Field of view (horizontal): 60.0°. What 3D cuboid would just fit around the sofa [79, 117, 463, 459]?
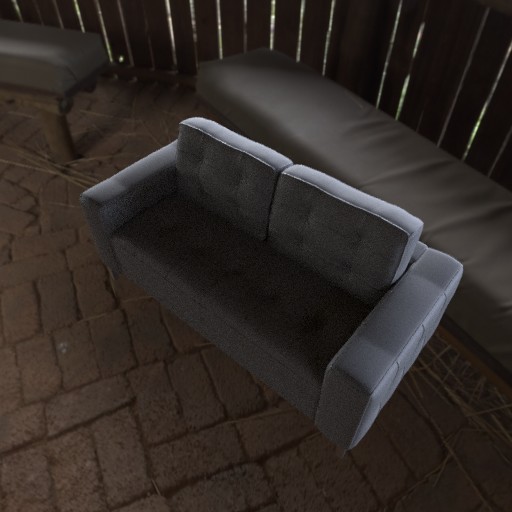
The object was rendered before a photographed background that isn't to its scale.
[{"bbox_3d":[0.000,0.000,2.214,1.726,0.892,0.833,31,54,26],"label":"sofa"}]
